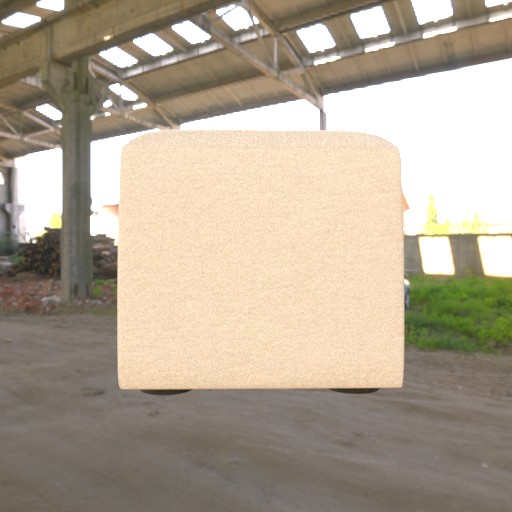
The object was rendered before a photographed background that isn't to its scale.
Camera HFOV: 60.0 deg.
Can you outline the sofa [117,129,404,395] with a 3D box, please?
[{"bbox_3d":[0.000,0.000,1.172,0.480,0.470,0.930,0,0,-1],"label":"sofa"}]
